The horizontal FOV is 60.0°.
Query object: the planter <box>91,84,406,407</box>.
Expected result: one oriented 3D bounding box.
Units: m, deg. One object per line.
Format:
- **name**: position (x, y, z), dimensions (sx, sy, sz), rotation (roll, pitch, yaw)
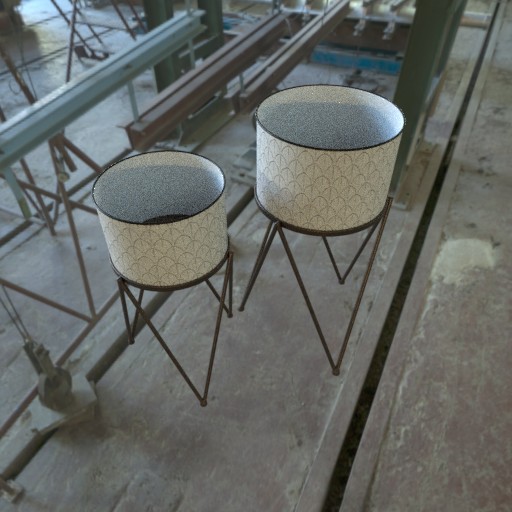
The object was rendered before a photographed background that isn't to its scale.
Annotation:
- **planter**: position (0.000, 0.000, 1.167), dimensions (0.769, 0.712, 0.413), rotation (-13, 44, -14)
